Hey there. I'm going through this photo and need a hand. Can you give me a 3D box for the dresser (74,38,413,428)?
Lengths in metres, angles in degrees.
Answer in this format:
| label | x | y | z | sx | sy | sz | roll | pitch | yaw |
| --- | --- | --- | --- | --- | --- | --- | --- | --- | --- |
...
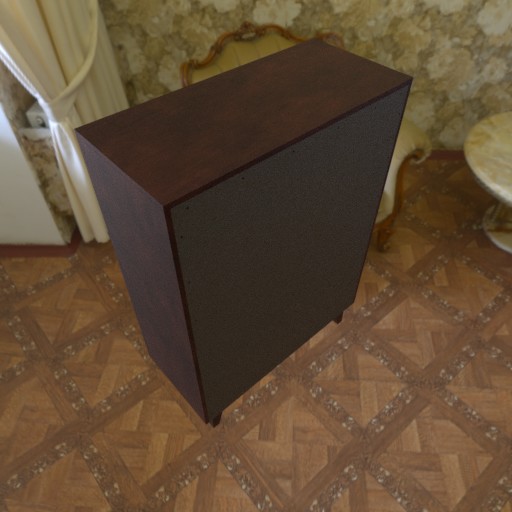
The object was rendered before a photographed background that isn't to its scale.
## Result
| label | x | y | z | sx | sy | sz | roll | pitch | yaw |
| --- | --- | --- | --- | --- | --- | --- | --- | --- | --- |
| dresser | 0.000 | 0.000 | 2.030 | 1.072 | 1.514 | 0.506 | -33 | 55 | -27 |
